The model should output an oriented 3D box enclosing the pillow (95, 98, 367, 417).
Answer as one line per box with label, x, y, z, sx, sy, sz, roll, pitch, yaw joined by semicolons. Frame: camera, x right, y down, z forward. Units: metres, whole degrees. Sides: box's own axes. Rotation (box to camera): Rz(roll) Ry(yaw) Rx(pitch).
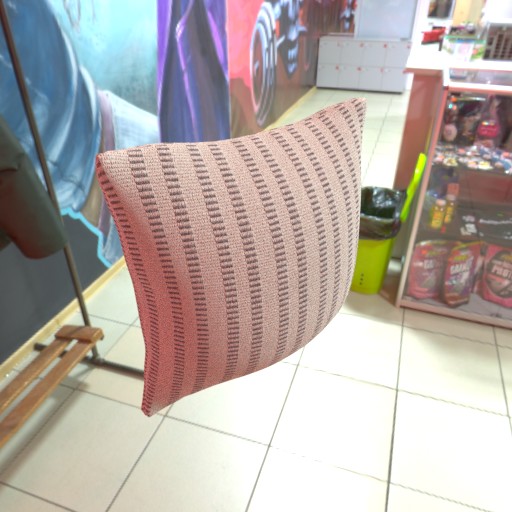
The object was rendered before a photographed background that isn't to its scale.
pillow;0.000;0.000;0.686;0.438;0.419;0.247;-23;38;-32
